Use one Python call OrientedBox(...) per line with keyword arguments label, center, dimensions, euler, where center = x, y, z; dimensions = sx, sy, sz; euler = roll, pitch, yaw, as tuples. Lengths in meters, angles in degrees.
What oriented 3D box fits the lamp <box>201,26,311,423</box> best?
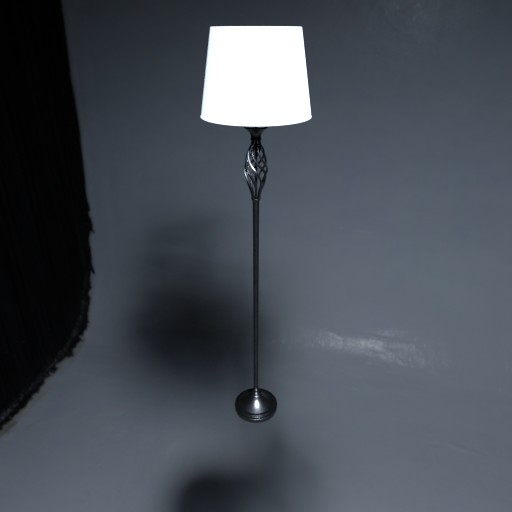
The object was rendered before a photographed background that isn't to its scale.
OrientedBox(label="lamp", center=(0.000, 0.000, 1.768), dimensions=(0.379, 1.623, 0.379), euler=(0, 27, 0))
